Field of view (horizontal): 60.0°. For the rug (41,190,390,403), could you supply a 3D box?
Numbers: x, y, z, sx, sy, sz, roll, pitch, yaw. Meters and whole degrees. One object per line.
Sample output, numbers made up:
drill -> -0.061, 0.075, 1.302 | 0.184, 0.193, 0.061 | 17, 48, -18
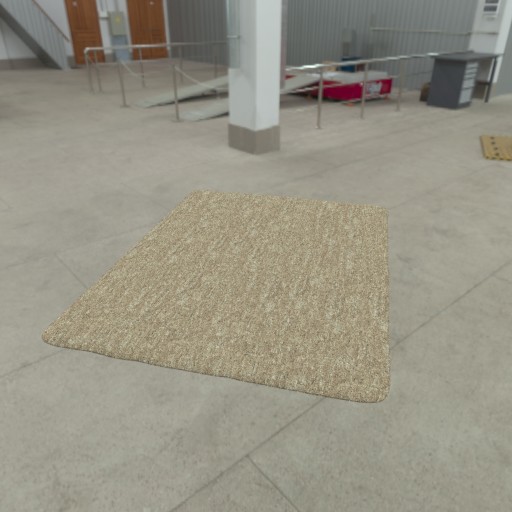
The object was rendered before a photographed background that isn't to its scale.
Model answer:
rug -> 0.000, 0.000, 3.825 | 2.242, 0.050, 2.873 | 7, 30, 12
